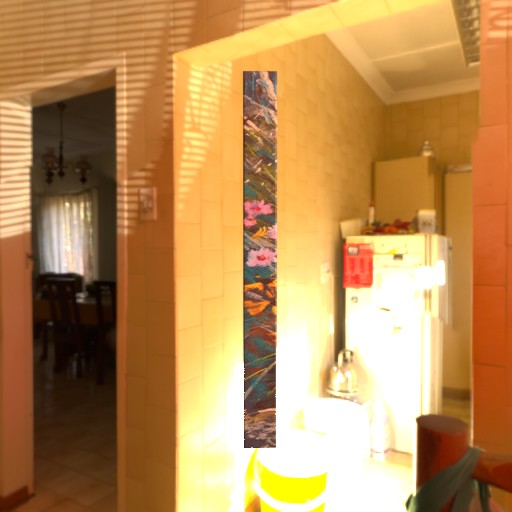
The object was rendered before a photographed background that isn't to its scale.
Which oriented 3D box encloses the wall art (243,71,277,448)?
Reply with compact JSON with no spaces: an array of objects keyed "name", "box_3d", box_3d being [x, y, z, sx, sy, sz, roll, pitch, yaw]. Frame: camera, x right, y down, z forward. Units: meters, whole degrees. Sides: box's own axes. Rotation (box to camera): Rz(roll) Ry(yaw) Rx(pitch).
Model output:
[{"name":"wall art","box_3d":[0.000,0.000,0.782,0.037,0.406,0.610,0,1,-1]}]
